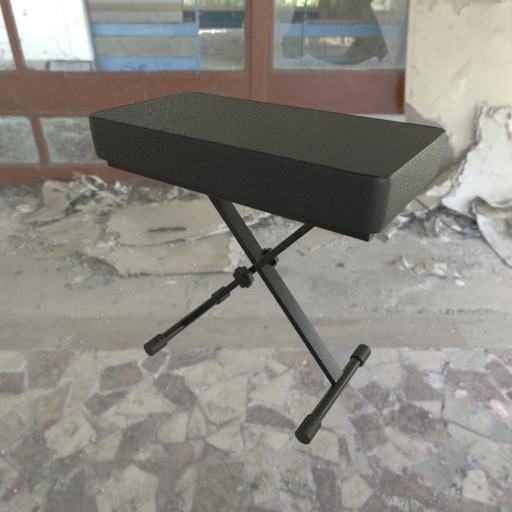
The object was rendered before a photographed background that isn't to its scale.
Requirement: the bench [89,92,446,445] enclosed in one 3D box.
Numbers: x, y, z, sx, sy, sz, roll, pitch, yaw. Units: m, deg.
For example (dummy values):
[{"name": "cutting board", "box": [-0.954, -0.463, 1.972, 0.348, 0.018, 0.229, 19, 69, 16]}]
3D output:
[{"name": "bench", "box": [0.000, 0.000, 0.938, 0.600, 0.561, 0.300, 20, 36, 30]}]
